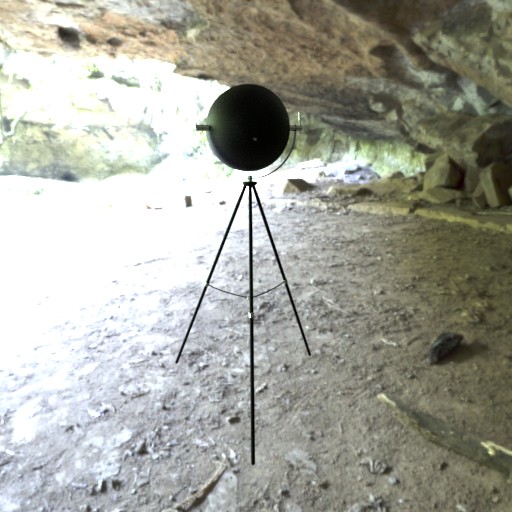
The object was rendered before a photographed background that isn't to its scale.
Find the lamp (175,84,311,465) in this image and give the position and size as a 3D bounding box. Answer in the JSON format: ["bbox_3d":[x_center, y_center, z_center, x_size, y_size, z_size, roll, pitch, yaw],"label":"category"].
[{"bbox_3d":[0.000,0.000,2.053,0.817,1.512,0.920,-2,15,-9],"label":"lamp"}]
